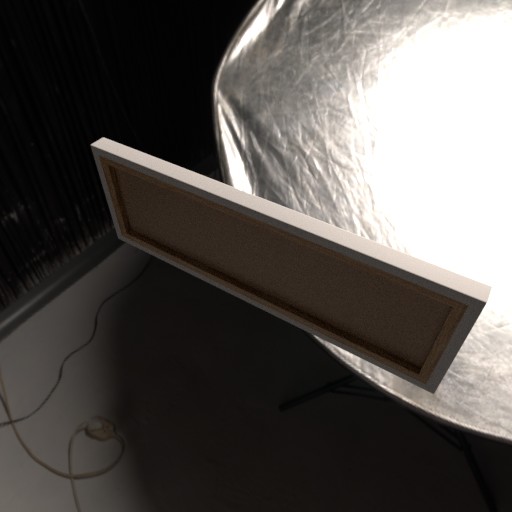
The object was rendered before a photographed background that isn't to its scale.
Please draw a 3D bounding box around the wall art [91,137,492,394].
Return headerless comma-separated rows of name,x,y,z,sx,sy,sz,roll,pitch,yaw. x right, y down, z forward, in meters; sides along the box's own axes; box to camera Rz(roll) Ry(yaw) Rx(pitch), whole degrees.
wall art,0.000,0.000,0.847,0.763,0.255,0.038,24,50,22
